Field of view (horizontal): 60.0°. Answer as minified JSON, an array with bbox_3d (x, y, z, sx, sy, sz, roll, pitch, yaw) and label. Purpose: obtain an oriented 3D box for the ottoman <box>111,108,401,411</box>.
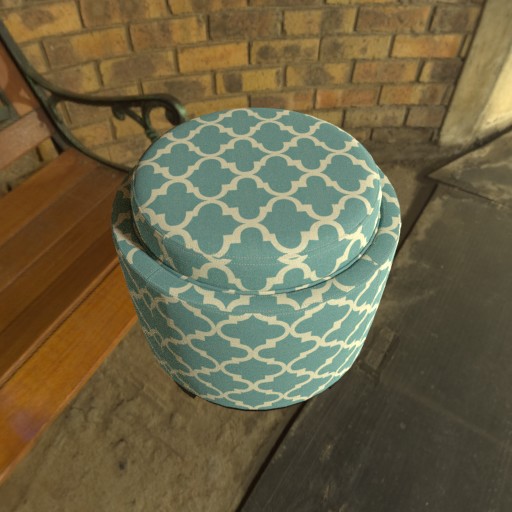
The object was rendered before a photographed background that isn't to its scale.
[{"bbox_3d":[0.000,0.000,0.841,0.480,0.429,0.480,0,47,0],"label":"ottoman"}]
